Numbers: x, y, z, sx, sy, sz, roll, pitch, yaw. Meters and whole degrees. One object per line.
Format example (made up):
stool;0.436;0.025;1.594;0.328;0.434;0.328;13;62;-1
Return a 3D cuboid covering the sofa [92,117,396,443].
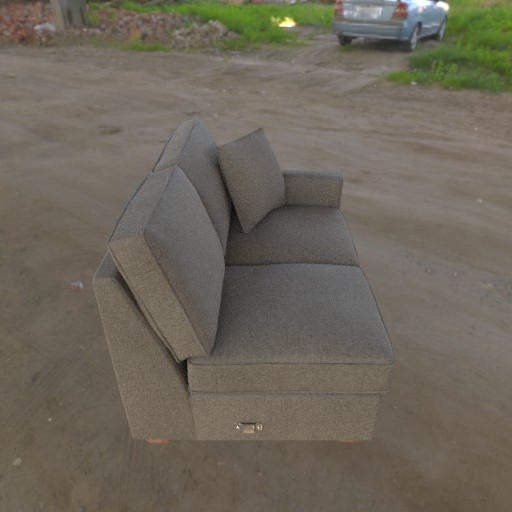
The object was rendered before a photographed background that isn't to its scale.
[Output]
sofa;0.000;0.000;2.066;0.991;0.989;1.388;0;33;0
